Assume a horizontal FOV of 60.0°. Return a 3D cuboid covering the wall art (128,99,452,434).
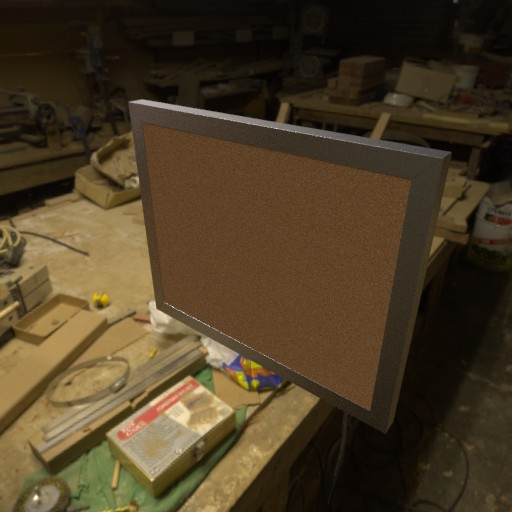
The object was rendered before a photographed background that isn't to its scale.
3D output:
[{"bbox_3d":[0.000,0.000,0.768,0.557,0.456,0.032,21,35,33],"label":"wall art"}]
